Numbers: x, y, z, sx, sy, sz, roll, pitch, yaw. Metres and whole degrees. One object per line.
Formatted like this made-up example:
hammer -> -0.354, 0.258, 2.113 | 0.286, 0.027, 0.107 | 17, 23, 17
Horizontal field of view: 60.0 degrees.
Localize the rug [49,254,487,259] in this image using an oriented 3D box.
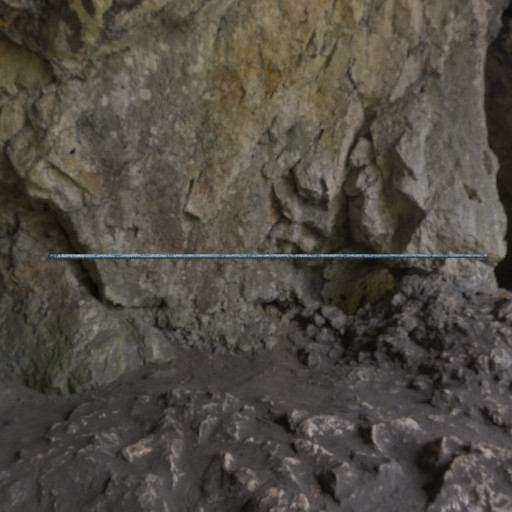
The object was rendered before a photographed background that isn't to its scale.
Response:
rug -> 0.000, 0.000, 2.324 | 1.829, 0.016, 1.219 | 0, 0, -18
